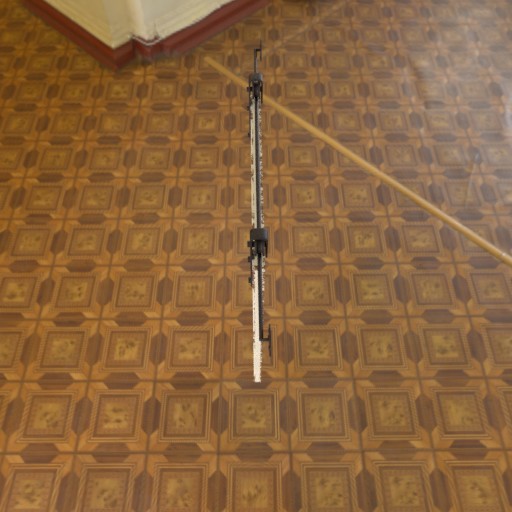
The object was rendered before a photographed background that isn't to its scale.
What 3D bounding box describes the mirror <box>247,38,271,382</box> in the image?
[{"bbox_3d":[0.000,0.000,1.225,0.037,0.844,0.808,-1,59,0],"label":"mirror"}]
